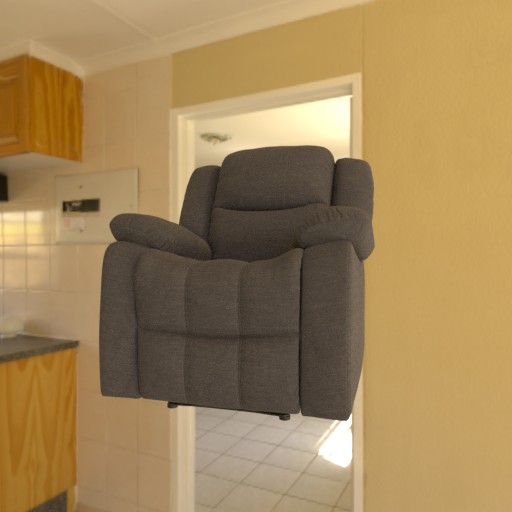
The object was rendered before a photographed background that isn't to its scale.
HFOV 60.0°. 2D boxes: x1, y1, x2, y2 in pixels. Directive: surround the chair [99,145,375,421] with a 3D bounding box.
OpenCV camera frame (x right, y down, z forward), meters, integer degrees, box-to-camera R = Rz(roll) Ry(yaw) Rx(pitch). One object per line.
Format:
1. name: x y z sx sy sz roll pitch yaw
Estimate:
1. chair: 0.000 0.000 1.739 0.899 1.008 0.944 0 0 17
